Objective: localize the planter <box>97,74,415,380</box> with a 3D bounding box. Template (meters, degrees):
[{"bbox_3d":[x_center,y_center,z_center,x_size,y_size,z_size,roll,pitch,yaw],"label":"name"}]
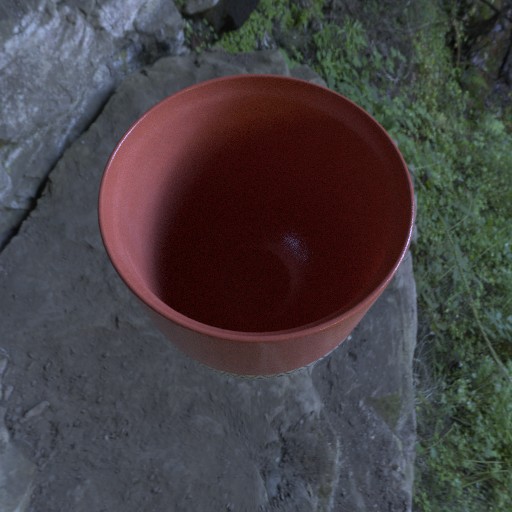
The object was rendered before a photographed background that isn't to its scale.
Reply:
[{"bbox_3d":[0.000,0.000,0.495,0.266,0.270,0.266,0,64,0],"label":"planter"}]
